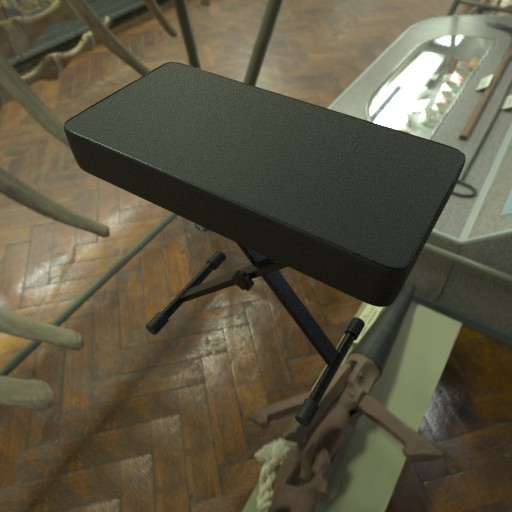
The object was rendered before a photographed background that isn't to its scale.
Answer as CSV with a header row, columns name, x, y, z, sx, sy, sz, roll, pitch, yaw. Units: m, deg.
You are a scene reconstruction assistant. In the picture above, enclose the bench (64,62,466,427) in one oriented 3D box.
name,x,y,z,sx,sy,sz,roll,pitch,yaw
bench,0.000,0.000,0.917,0.600,0.561,0.300,25,53,21
